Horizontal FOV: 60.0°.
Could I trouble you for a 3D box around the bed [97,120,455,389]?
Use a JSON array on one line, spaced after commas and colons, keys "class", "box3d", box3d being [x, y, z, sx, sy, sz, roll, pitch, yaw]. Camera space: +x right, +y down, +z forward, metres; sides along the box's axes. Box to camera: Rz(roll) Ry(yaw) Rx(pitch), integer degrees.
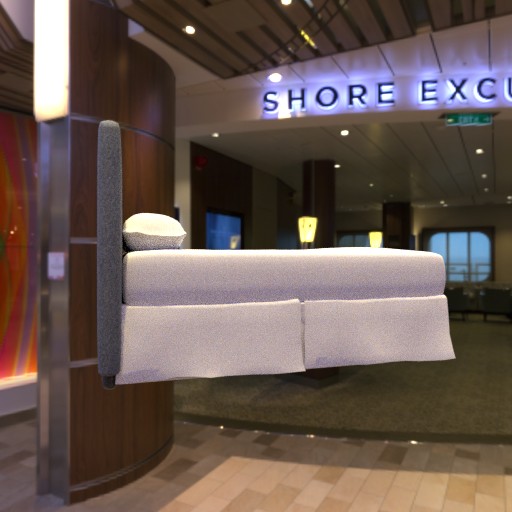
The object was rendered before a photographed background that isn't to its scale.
[{"class": "bed", "box3d": [0.000, 0.000, 3.242, 2.142, 1.330, 1.723, 0, 0, -17]}]
